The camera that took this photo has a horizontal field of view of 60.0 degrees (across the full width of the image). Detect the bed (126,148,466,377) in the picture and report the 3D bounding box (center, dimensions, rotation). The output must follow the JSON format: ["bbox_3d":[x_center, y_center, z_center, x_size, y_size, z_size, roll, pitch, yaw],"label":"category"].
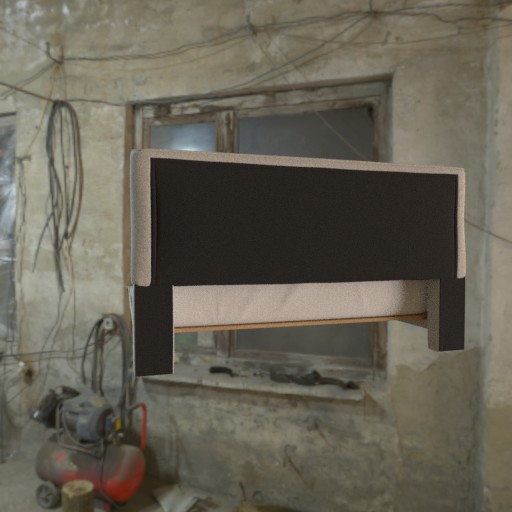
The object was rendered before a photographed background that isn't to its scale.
[{"bbox_3d":[0.000,0.000,3.550,1.980,1.126,2.498,0,2,-17],"label":"bed"}]
